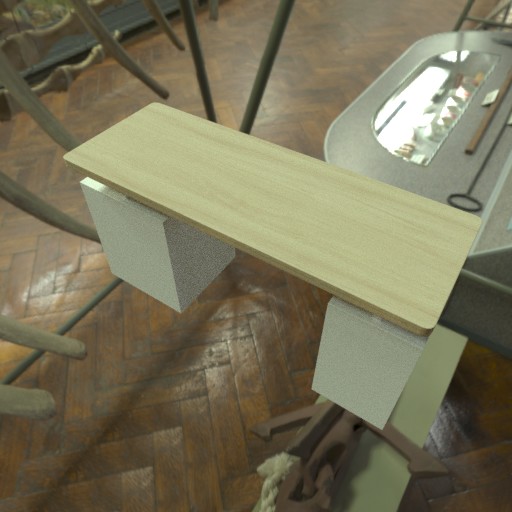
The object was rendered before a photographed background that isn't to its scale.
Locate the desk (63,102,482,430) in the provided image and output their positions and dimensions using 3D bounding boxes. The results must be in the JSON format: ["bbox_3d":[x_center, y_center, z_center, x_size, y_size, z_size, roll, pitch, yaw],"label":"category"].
[{"bbox_3d":[0.000,0.000,1.907,1.500,0.755,0.550,25,51,22],"label":"desk"}]
